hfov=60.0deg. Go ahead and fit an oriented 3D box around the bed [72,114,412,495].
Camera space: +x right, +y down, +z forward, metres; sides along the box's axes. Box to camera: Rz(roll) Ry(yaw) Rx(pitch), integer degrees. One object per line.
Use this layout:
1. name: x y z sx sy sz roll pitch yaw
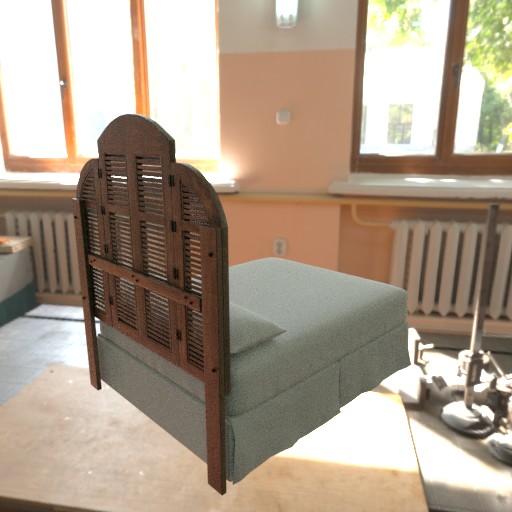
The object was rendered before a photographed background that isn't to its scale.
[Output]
1. bed: 0.000 0.000 3.440 2.138 2.019 1.713 -14 20 -43
